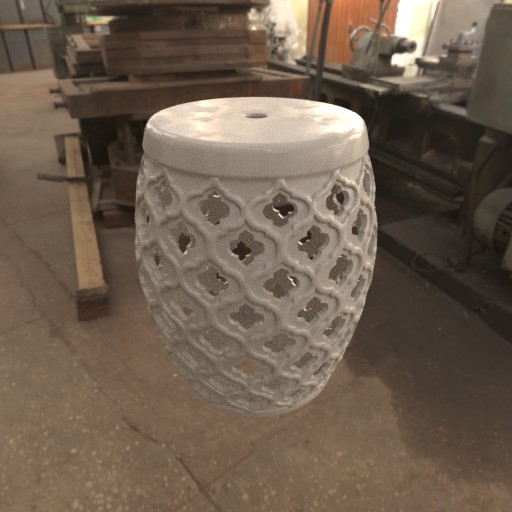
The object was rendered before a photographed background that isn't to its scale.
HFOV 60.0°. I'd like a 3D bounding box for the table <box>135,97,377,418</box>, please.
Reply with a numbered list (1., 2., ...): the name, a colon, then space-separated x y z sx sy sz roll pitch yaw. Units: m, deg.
1. table: 0.000 0.000 0.628 0.325 0.388 0.325 0 30 0
